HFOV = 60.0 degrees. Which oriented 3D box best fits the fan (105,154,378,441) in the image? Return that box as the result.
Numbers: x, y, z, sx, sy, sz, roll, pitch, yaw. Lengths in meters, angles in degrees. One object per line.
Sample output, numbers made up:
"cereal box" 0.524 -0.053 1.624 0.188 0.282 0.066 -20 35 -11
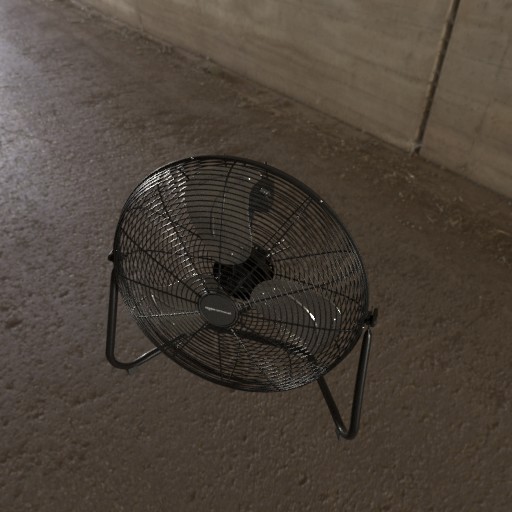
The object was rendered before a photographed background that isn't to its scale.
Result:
"fan" 0.000 0.000 1.005 0.595 0.605 0.470 13 43 14
